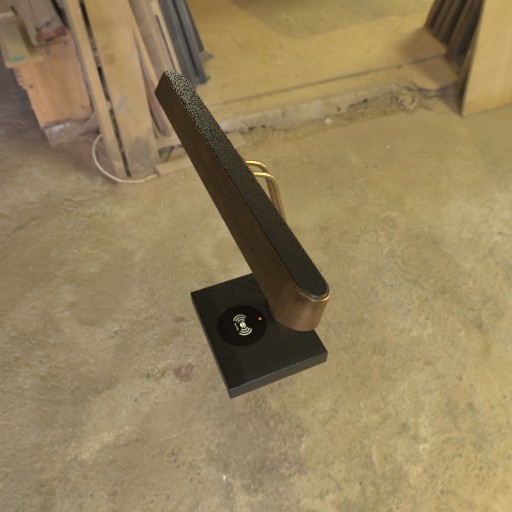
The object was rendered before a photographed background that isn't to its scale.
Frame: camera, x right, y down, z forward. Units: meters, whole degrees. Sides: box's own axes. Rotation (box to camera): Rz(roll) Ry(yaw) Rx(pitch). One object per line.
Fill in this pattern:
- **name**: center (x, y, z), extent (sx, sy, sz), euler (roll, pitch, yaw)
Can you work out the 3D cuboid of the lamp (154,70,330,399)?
- **lamp**: center (0.000, 0.000, 0.579), extent (0.156, 0.345, 0.412), euler (-17, 49, -15)
